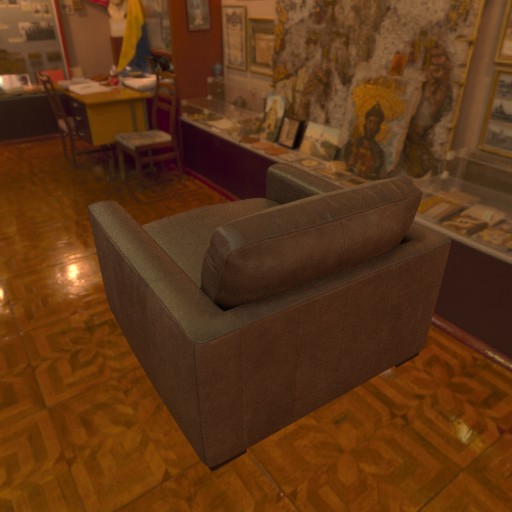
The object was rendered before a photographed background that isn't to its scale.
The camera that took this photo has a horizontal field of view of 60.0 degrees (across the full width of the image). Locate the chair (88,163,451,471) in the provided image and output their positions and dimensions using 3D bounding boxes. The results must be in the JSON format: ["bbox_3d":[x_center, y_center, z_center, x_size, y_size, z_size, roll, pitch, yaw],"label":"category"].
[{"bbox_3d":[0.000,0.000,1.840,1.100,0.812,1.069,-18,35,-28],"label":"chair"}]
